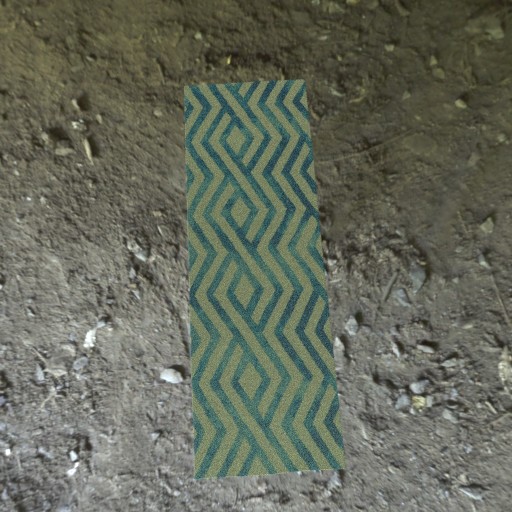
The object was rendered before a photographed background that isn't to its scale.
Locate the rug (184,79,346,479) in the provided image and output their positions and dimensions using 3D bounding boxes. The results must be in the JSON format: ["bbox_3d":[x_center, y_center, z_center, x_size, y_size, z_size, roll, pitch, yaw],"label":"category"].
[{"bbox_3d":[0.000,0.000,1.650,0.503,0.007,1.492,-3,75,-1],"label":"rug"}]
